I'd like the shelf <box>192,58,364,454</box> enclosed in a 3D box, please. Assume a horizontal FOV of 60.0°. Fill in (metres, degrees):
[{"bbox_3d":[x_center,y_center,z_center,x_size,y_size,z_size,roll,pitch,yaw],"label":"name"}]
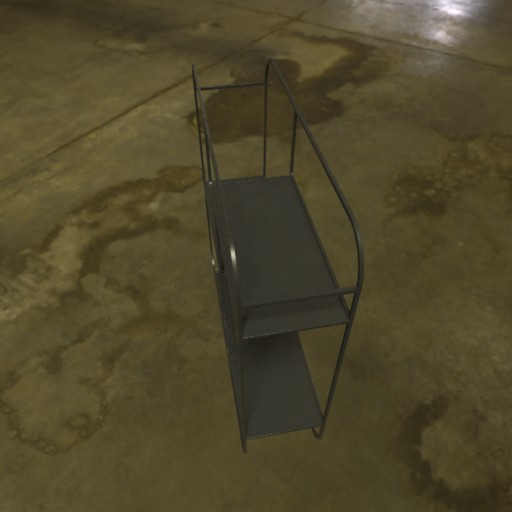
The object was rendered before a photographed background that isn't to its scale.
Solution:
[{"bbox_3d":[0.000,0.000,0.920,0.160,0.600,0.600,-8,46,-7],"label":"shelf"}]
